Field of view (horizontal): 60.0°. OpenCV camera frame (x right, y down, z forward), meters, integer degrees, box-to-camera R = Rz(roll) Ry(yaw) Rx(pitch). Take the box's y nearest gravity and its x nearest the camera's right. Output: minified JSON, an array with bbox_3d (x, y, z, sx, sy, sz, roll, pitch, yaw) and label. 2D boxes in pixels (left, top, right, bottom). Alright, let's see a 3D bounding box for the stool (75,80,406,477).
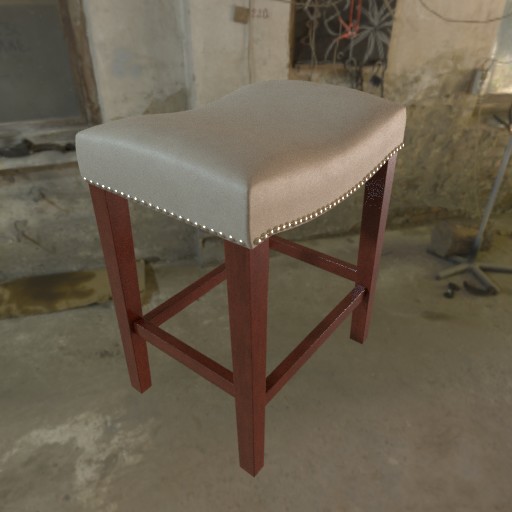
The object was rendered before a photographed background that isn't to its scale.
[{"bbox_3d":[0.000,0.000,0.941,0.375,0.632,0.509,23,39,31],"label":"stool"}]
